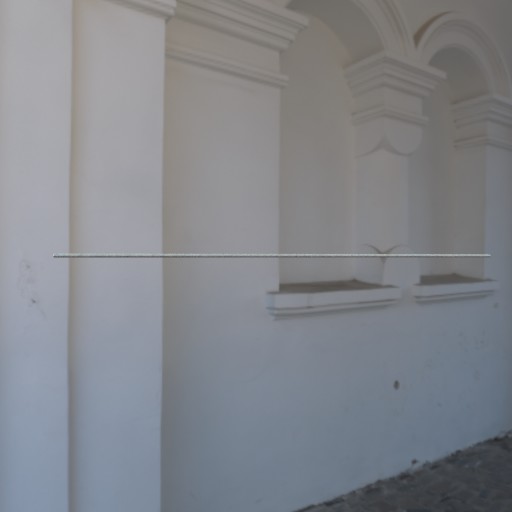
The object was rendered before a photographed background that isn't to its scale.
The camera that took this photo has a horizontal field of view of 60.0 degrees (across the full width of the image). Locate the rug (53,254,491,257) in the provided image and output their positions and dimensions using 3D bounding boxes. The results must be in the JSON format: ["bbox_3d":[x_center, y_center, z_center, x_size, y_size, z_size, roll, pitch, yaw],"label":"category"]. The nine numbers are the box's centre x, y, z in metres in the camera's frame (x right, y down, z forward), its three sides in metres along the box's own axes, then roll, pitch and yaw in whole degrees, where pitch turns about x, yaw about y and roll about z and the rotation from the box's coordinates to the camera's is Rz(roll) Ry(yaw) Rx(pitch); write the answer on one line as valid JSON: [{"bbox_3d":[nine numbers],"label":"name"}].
[{"bbox_3d":[0.000,0.000,2.751,2.132,0.015,1.526,0,0,-18],"label":"rug"}]
